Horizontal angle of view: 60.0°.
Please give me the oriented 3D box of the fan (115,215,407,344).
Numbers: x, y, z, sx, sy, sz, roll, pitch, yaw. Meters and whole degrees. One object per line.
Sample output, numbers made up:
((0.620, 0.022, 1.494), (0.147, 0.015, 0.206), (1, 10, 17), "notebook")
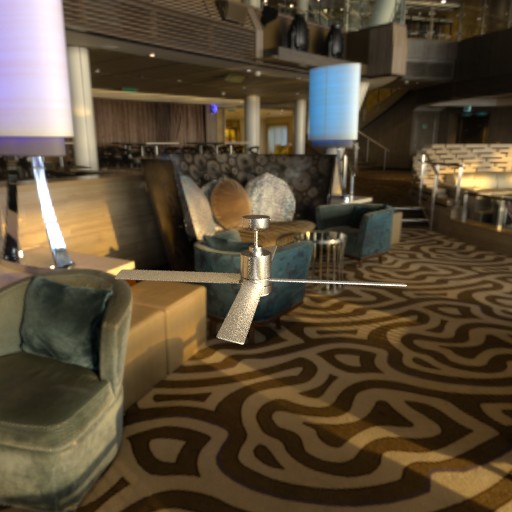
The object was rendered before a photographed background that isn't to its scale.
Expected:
((0.000, 0.000, 1.994), (1.322, 0.355, 1.322), (2, 14, 7), "fan")
